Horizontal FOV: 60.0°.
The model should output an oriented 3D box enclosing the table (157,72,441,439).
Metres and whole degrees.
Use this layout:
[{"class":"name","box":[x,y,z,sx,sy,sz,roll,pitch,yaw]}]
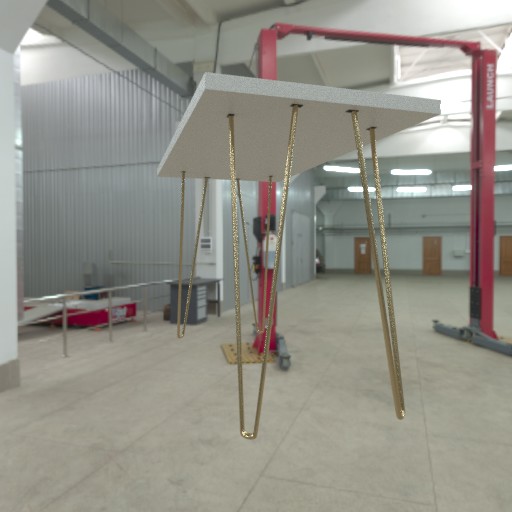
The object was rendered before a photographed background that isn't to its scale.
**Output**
[{"class":"table","box":[0.000,0.000,1.324,0.498,0.660,0.991,0,1,-17]}]
